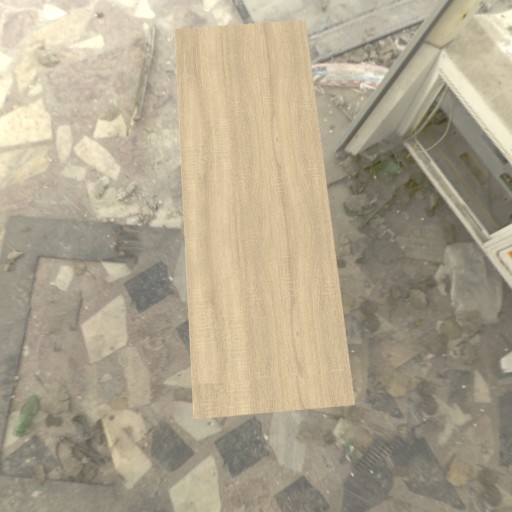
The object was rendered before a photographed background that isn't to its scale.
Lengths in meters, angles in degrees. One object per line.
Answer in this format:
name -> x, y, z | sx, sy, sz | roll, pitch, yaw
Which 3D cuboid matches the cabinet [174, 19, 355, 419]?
cabinet -> 0.000, 0.000, 1.882 | 0.398, 1.388, 1.111 | -5, 77, -1
